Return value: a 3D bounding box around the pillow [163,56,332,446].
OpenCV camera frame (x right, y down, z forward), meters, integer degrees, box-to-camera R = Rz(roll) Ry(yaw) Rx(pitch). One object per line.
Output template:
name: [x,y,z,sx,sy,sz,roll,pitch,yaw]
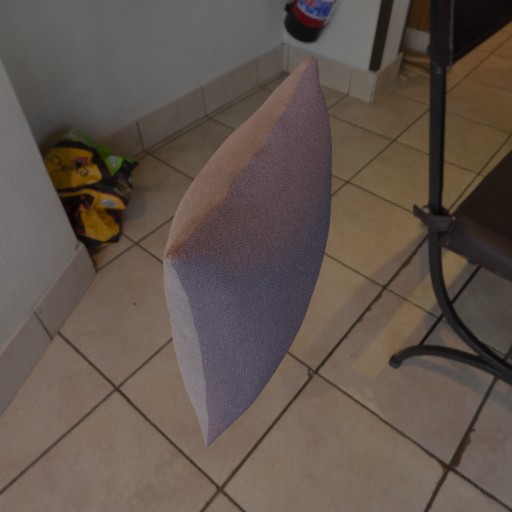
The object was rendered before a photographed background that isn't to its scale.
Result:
pillow: [0.000,0.000,0.686,0.204,0.439,0.452,16,49,14]
